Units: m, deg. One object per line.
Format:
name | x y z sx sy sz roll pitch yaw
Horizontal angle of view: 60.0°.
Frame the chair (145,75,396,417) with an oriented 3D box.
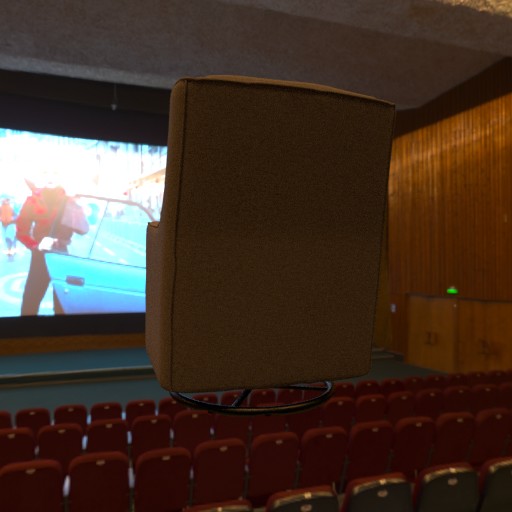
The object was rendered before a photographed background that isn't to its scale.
chair | 0.000 0.000 1.621 0.732 0.993 0.879 0 -1 -18
